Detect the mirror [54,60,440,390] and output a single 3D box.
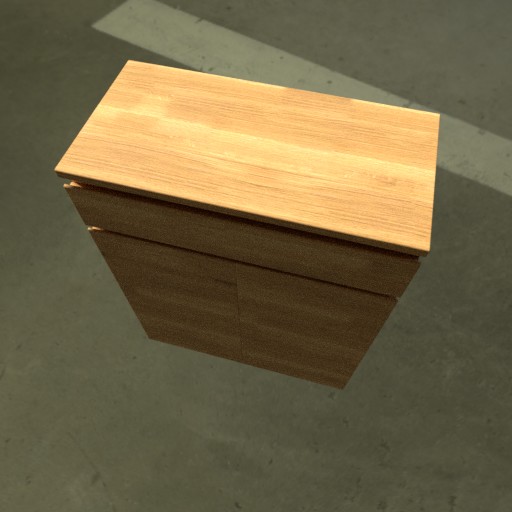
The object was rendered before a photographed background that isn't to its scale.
[{"bbox_3d":[0.000,0.000,1.432,0.800,1.000,0.400,13,59,8],"label":"mirror"}]
